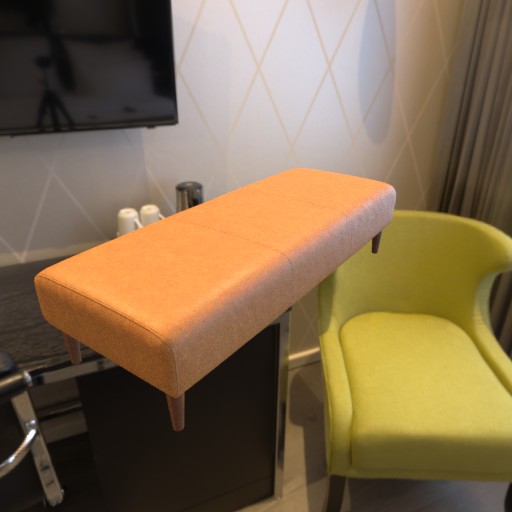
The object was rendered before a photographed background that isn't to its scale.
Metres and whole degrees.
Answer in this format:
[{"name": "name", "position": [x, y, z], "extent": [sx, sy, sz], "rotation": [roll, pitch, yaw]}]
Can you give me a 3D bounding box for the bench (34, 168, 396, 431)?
[{"name": "bench", "position": [0.000, 0.000, 1.902], "extent": [0.653, 0.399, 1.610], "rotation": [18, 31, 32]}]
